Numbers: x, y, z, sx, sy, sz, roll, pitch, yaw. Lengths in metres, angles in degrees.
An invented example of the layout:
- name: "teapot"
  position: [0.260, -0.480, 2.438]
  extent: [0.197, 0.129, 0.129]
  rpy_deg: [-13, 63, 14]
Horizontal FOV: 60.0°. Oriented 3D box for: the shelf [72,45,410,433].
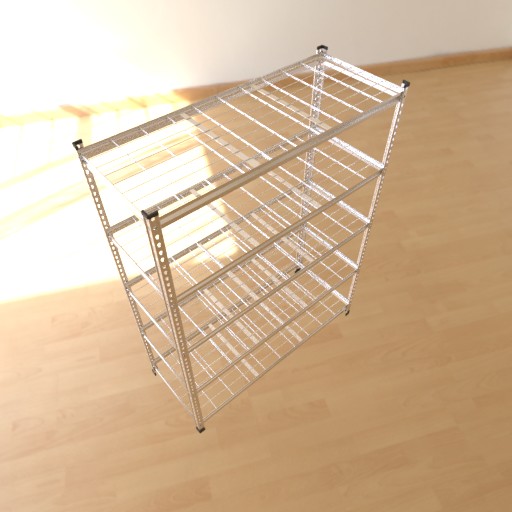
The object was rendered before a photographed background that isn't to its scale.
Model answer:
- name: "shelf"
  position: [0.000, 0.000, 2.764]
  extent: [1.524, 1.981, 0.610]
  rpy_deg: [-32, 55, -26]
